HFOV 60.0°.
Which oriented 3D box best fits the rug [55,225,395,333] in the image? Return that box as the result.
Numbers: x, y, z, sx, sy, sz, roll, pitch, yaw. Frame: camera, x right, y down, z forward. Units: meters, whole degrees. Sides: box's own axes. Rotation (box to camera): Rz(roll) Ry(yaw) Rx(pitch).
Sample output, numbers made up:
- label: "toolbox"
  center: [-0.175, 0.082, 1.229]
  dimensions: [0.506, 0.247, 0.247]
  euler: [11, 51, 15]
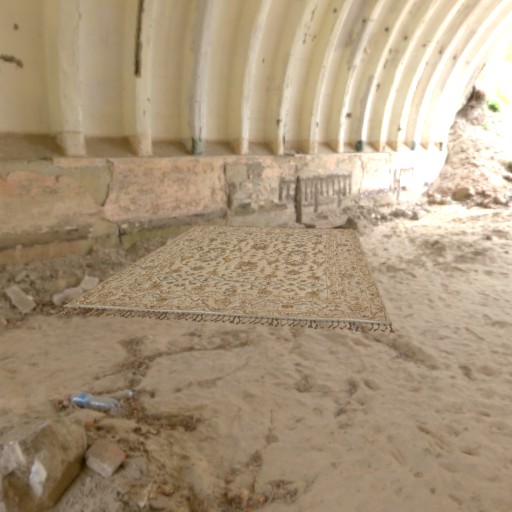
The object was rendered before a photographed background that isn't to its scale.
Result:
- label: "rug"
  center: [0.000, 0.000, 3.096]
  dimensions: [1.529, 0.027, 2.434]
  euler: [2, 14, 8]
